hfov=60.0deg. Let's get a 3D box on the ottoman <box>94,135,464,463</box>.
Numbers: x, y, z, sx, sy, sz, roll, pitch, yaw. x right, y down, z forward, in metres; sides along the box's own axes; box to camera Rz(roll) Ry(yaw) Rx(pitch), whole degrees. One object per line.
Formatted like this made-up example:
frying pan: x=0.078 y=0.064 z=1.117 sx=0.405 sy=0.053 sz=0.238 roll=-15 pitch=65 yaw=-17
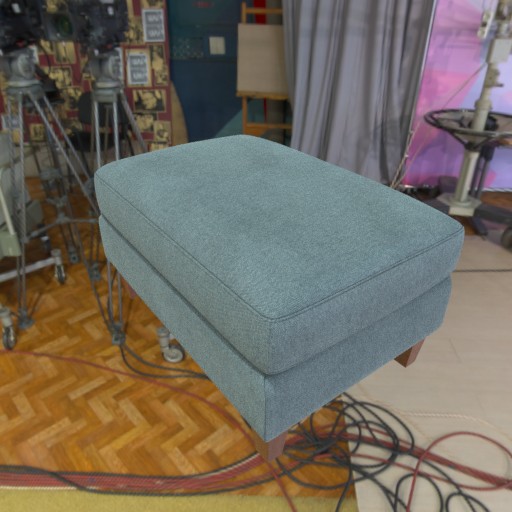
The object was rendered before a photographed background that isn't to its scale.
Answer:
ottoman: x=0.000 y=0.000 z=1.219 sx=0.584 sy=0.483 sz=0.864 roll=-21 pitch=38 yaw=-30
